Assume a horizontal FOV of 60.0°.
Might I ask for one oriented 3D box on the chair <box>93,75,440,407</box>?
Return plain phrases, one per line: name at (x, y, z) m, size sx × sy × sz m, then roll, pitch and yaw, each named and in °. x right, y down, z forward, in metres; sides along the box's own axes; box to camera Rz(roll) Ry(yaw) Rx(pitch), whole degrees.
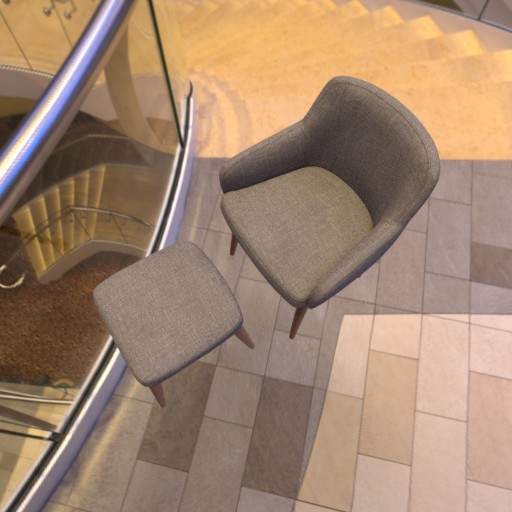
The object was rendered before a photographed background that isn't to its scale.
chair at (0.000, 0.000, 1.549) m, size 1.107 × 0.799 × 0.584 m, roll -31°, pitch 68°, yaw -14°
